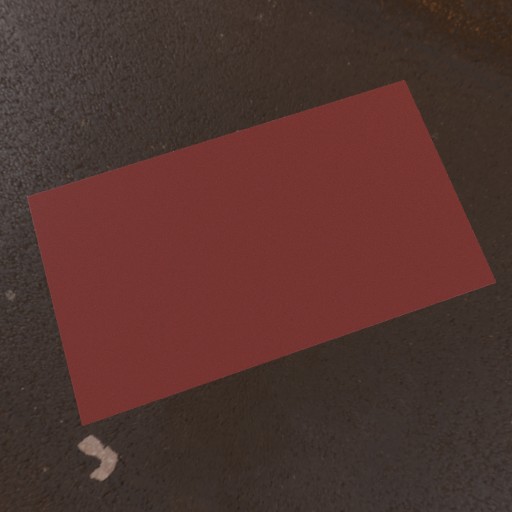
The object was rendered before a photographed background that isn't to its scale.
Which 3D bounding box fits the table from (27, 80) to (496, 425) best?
[{"bbox_3d":[0.000,0.000,1.378,1.068,0.493,0.612,-18,79,-4],"label":"table"}]
